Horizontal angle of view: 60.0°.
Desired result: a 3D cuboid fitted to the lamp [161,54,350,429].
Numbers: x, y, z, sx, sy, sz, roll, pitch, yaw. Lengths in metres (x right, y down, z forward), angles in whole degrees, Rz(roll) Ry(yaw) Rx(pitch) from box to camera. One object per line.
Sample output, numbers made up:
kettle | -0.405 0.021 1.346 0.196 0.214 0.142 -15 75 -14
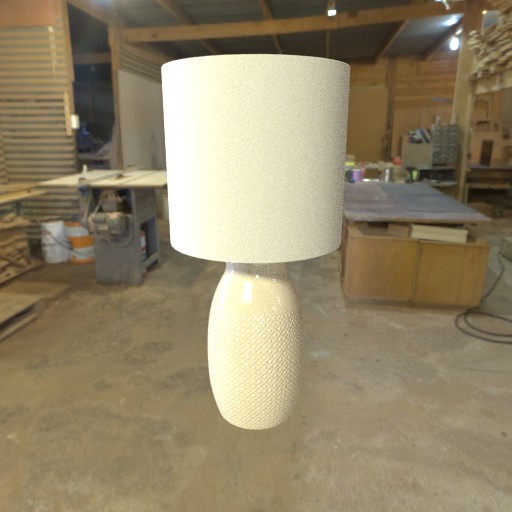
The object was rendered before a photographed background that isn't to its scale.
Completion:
lamp | 0.000 0.000 0.580 0.217 0.453 0.217 2 16 7
